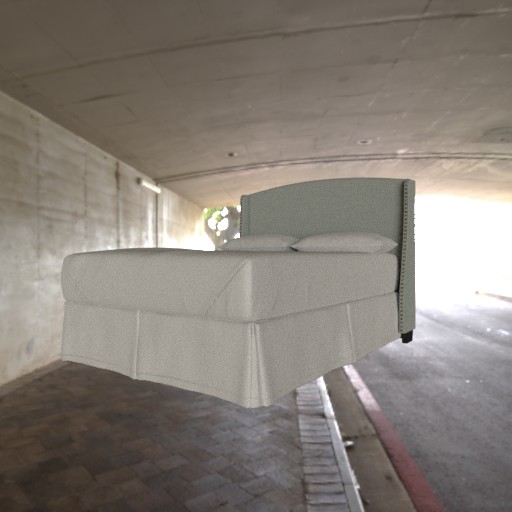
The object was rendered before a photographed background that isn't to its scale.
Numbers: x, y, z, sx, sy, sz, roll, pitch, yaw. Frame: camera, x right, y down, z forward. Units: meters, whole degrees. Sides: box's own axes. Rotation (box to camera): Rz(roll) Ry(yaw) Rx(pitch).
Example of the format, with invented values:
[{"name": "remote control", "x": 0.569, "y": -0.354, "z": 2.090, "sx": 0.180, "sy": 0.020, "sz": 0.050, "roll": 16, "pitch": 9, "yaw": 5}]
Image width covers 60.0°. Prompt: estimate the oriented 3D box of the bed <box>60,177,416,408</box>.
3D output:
[{"name": "bed", "x": 0.000, "y": 0.000, "z": 3.311, "sx": 1.710, "sy": 1.407, "sz": 2.237, "roll": 0, "pitch": 0, "yaw": 36}]
